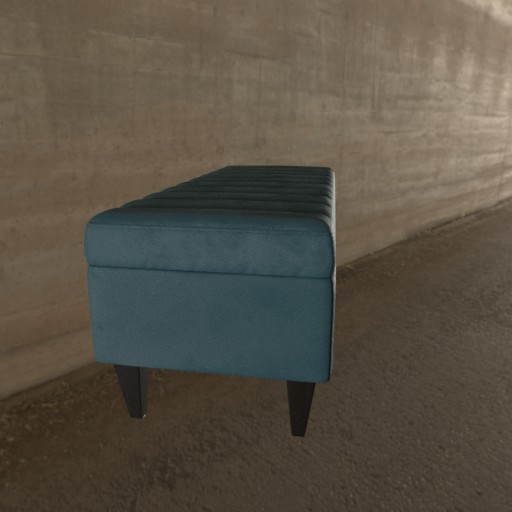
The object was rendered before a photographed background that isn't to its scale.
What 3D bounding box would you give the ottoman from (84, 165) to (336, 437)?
[{"bbox_3d":[0.000,0.000,1.382,0.482,0.469,1.151,3,16,9],"label":"ottoman"}]
